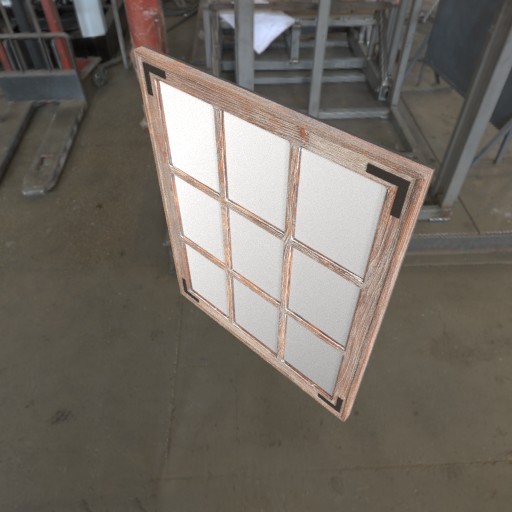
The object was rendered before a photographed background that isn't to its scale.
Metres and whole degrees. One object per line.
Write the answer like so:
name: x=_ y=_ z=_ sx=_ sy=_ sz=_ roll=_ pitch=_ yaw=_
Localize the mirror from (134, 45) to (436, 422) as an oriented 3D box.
mirror: x=0.000 y=0.000 z=1.172 sx=0.730 sy=0.882 sz=0.032 roll=33 pitch=54 yaw=28
